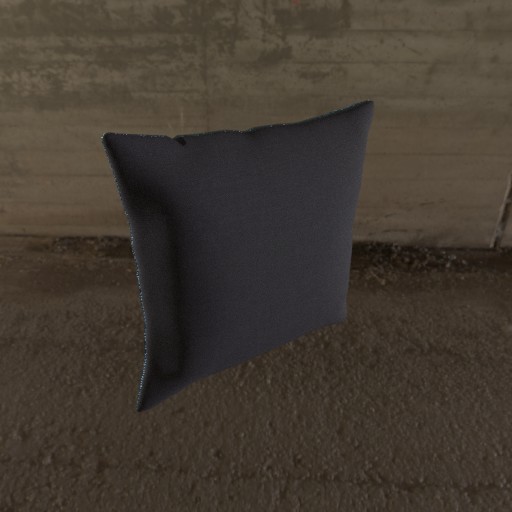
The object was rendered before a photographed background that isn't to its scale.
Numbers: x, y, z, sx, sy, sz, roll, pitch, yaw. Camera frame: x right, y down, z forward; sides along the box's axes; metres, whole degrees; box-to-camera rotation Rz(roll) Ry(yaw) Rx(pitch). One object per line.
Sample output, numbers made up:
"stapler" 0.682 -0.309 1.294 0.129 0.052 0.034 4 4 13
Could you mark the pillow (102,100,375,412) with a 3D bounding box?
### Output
"pillow" 0.000 0.000 0.680 0.436 0.430 0.138 -18 34 -29
